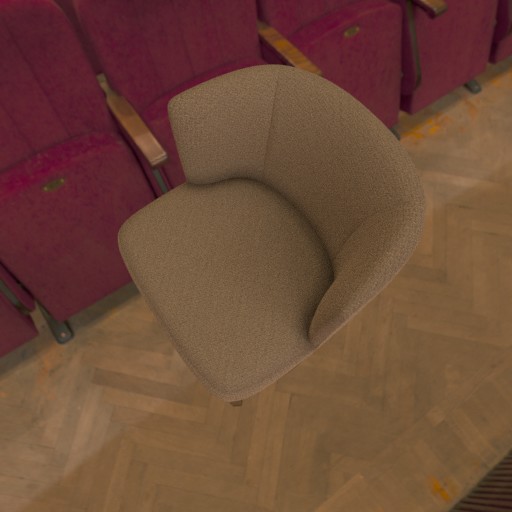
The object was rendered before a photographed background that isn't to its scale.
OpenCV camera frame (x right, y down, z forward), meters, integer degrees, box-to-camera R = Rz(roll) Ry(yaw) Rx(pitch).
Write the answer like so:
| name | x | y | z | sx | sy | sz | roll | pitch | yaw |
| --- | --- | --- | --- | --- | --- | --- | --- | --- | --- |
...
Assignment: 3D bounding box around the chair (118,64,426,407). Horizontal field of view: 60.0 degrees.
| name | x | y | z | sx | sy | sz | roll | pitch | yaw |
| --- | --- | --- | --- | --- | --- | --- | --- | --- | --- |
| chair | 0.000 | 0.000 | 1.281 | 0.660 | 0.760 | 0.700 | -32 | 67 | -15 |
